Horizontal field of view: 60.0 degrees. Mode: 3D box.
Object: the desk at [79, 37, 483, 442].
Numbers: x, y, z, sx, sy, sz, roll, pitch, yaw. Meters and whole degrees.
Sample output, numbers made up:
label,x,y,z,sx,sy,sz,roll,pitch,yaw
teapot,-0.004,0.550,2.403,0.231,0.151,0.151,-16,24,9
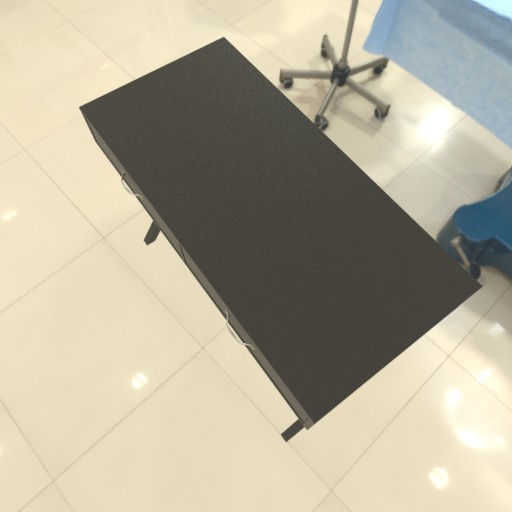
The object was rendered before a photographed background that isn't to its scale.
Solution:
label,x,y,z,sx,sy,sz,roll,pitch,yaw
desk,0.000,0.000,1.493,0.525,0.780,1.057,-33,68,-15
